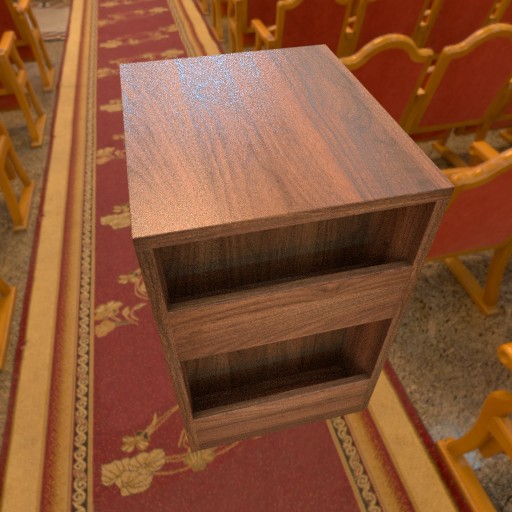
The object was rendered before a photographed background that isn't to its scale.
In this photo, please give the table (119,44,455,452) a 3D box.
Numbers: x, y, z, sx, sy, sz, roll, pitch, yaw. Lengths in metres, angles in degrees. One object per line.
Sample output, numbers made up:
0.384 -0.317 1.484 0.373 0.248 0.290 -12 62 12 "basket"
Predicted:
0.000 0.000 1.504 0.660 1.041 0.786 -10 47 -10 "table"
